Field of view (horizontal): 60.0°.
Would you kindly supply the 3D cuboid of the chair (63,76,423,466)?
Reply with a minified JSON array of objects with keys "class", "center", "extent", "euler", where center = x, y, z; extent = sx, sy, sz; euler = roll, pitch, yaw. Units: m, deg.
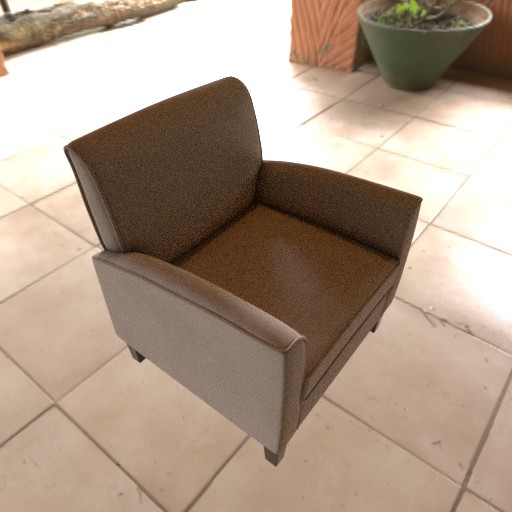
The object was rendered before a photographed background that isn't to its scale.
[{"class":"chair","center":[0.000,0.000,1.545],"extent":[0.820,0.915,0.820],"euler":[27,47,28]}]
